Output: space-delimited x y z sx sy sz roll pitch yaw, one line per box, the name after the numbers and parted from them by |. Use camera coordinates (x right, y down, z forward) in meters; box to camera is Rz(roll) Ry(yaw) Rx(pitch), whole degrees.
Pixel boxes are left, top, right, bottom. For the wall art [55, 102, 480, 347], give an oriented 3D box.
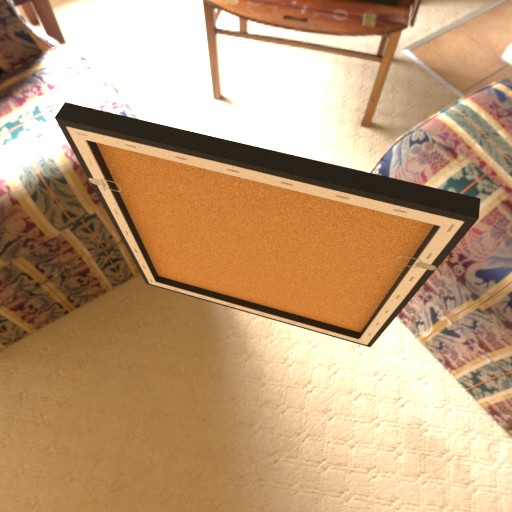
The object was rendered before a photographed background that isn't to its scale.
0.000 0.000 1.106 0.758 0.758 0.044 15 64 8 | wall art
